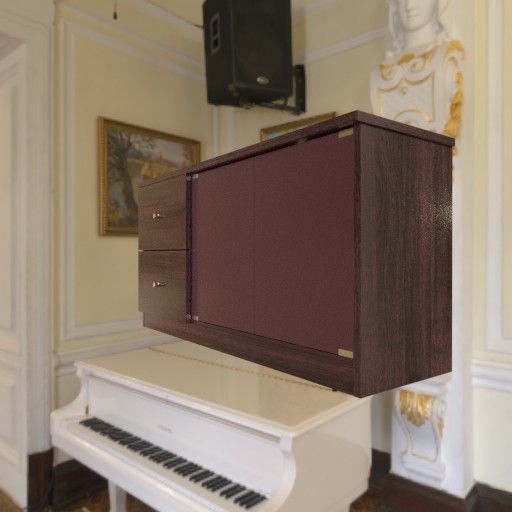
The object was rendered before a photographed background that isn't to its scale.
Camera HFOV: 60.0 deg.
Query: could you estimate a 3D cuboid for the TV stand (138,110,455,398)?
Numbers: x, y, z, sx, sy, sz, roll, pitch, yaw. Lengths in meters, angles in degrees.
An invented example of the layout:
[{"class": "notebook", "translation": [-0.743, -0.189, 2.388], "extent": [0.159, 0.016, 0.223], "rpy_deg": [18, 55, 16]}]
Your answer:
[{"class": "TV stand", "translation": [0.000, 0.000, 1.510], "extent": [0.404, 0.614, 1.192], "rpy_deg": [0, 0, -37]}]
